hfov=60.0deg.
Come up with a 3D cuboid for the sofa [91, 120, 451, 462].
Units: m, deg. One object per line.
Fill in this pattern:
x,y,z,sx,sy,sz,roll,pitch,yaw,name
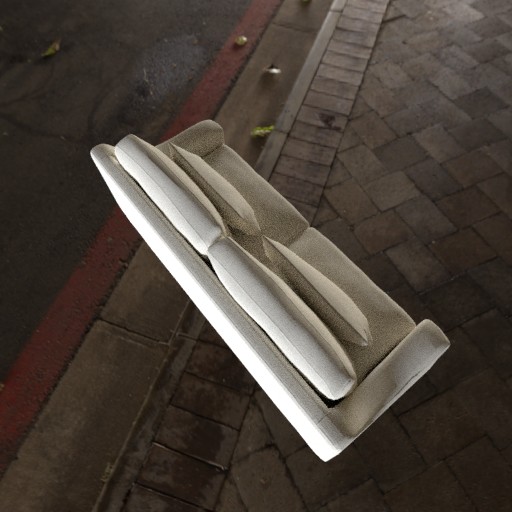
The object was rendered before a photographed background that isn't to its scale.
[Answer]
0.000,0.000,2.987,1.009,1.022,2.470,-34,64,-19,sofa
